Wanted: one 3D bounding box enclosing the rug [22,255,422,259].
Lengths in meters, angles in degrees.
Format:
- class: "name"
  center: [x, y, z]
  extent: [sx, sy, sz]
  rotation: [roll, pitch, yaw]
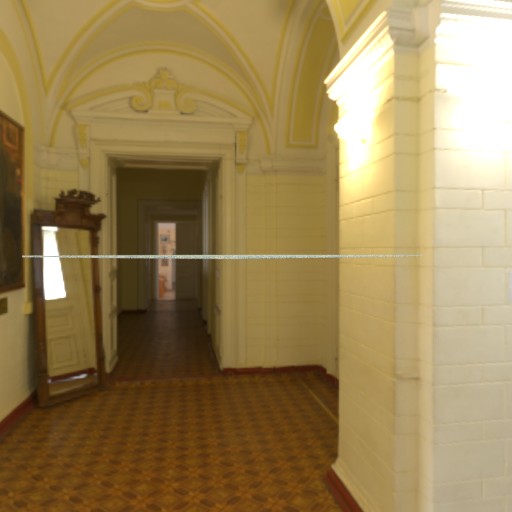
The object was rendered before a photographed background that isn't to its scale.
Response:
- class: "rug"
  center: [0.000, 0.000, 2.226]
  extent: [1.142, 0.006, 1.752]
  rotation: [0, 0, 36]
